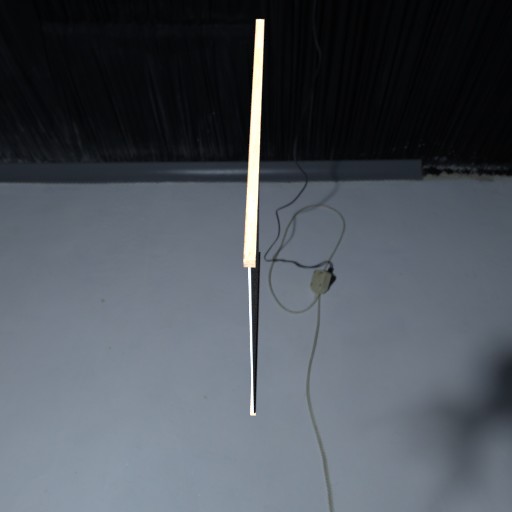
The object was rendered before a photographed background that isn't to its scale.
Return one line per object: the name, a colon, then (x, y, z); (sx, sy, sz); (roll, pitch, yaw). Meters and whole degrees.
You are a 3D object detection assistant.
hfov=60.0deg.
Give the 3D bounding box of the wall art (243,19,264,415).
wall art: (0.000, 0.000, 1.939); (0.028, 1.533, 0.999); (1, 58, 1)
